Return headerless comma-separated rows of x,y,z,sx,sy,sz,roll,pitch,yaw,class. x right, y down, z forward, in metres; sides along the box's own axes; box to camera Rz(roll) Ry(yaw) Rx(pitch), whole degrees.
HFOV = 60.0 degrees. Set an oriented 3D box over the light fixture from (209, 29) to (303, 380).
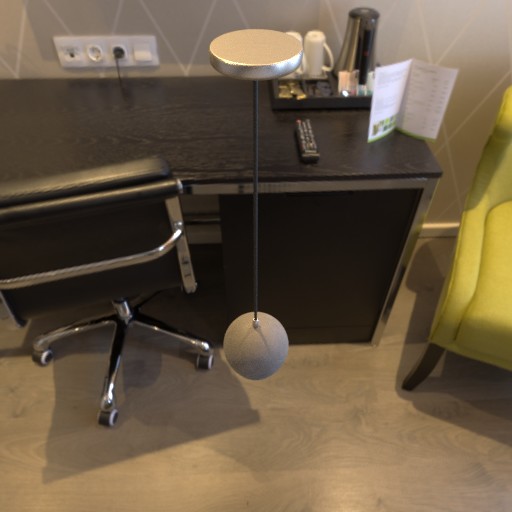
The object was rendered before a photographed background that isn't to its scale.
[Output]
0.000,0.000,0.830,0.153,0.760,0.153,-25,51,-22,light fixture
